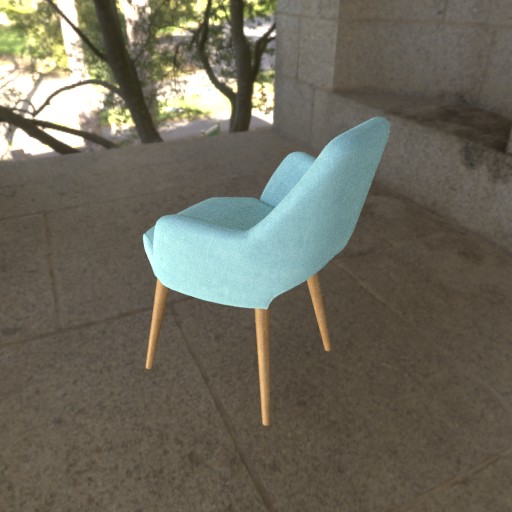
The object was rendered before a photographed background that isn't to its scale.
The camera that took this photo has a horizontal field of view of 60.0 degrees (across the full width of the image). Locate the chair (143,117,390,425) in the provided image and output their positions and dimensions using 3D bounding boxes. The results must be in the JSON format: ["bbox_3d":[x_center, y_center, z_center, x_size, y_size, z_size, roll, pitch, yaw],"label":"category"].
[{"bbox_3d":[0.000,0.000,1.278,0.610,0.840,0.590,21,37,30],"label":"chair"}]
